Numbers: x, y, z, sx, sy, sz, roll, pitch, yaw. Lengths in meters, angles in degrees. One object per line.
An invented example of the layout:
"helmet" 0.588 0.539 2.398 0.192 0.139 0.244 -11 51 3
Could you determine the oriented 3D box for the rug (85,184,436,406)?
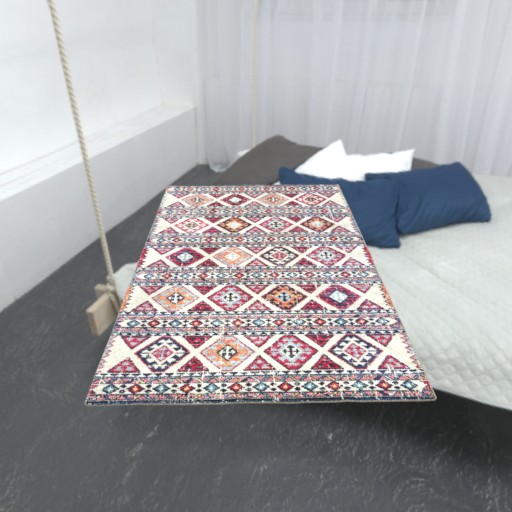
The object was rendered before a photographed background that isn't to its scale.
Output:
"rug" 0.000 0.000 2.957 1.545 0.010 2.440 -1 32 -1
